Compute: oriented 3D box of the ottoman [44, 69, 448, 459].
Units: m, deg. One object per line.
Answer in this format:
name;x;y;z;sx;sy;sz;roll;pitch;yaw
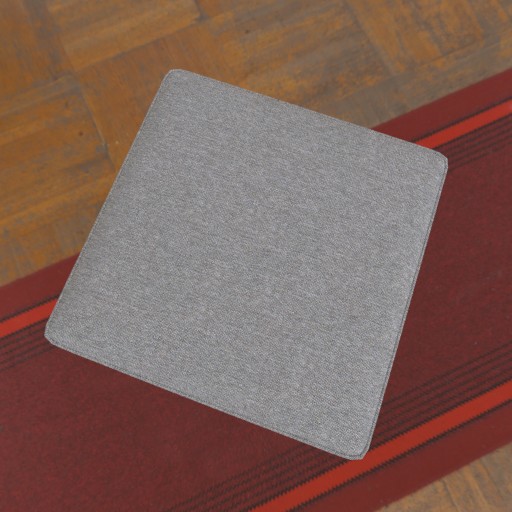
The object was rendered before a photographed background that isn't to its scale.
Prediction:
ottoman;0.000;0.000;1.550;1.005;0.455;1.005;20;77;5
